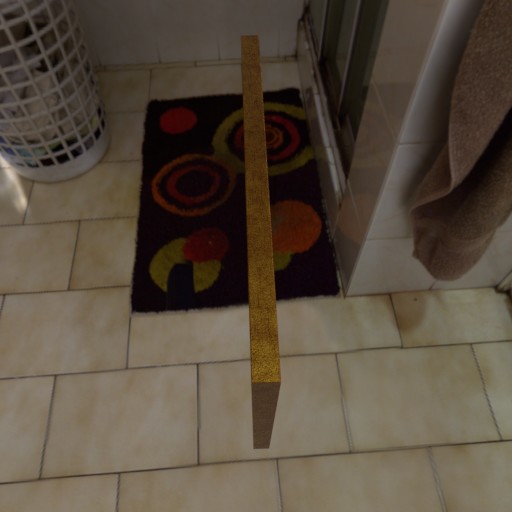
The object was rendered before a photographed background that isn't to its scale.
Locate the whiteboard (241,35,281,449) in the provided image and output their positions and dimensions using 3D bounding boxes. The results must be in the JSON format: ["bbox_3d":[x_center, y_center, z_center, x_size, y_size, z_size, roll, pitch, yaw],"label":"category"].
[{"bbox_3d":[0.000,0.000,0.771,0.029,0.457,0.561,-2,59,-1],"label":"whiteboard"}]
